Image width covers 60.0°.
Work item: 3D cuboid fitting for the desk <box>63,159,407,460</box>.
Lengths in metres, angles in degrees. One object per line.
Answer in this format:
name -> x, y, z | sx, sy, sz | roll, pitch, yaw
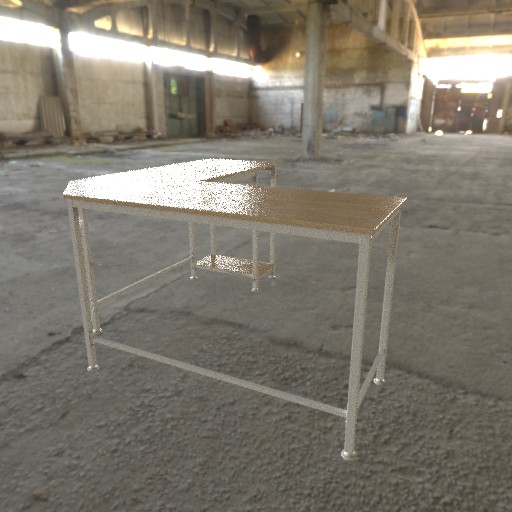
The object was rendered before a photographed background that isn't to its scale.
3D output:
desk -> 0.000, 0.000, 2.126 | 1.379, 0.739, 1.379 | 9, 20, 26
